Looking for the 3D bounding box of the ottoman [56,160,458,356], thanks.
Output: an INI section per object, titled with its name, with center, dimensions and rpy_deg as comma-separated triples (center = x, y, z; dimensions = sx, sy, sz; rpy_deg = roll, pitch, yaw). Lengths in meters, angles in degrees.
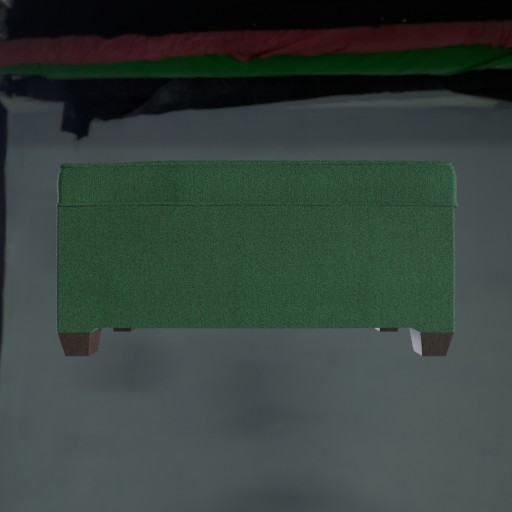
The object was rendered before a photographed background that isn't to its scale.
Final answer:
[ottoman]
center = 0.000, 0.000, 1.239
dimensions = 0.957, 0.471, 0.483
rpy_deg = 0, 0, 0
